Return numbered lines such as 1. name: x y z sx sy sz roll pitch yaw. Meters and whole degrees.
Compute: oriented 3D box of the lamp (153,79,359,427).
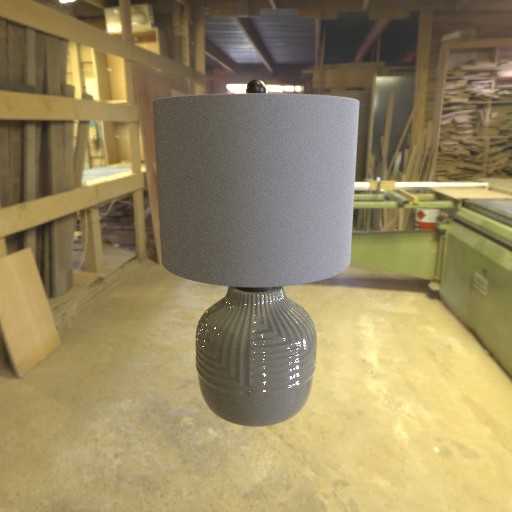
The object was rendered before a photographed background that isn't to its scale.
1. lamp: 0.000 0.000 0.762 0.318 0.567 0.318 0 15 0
